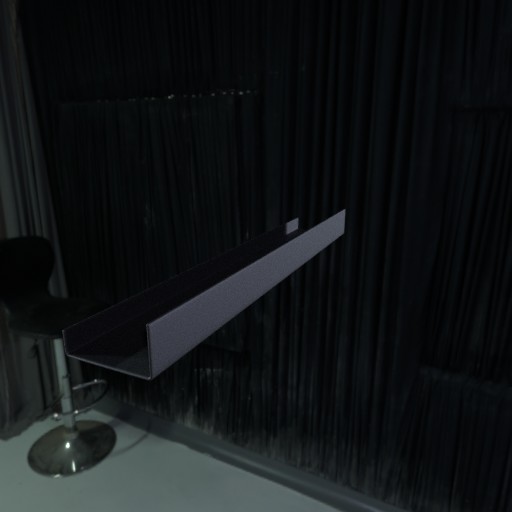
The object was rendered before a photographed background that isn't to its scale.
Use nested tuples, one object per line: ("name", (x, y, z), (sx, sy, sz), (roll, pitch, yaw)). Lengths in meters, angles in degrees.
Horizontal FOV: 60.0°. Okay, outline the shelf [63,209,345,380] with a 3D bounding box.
("shelf", (0.000, 0.000, 0.646), (0.102, 0.053, 0.605), (8, 18, 25))
